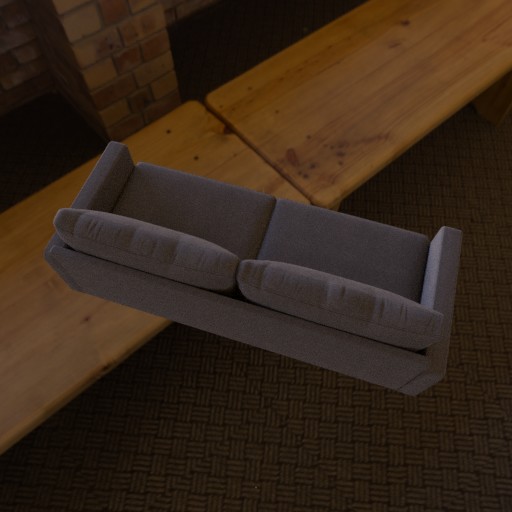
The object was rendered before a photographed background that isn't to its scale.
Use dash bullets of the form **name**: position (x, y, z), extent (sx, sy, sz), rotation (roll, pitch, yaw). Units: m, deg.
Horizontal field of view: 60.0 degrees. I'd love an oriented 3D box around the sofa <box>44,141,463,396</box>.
- **sofa**: position (0.000, 0.000, 2.533), extent (2.100, 0.880, 0.880), rotation (16, 64, 8)
